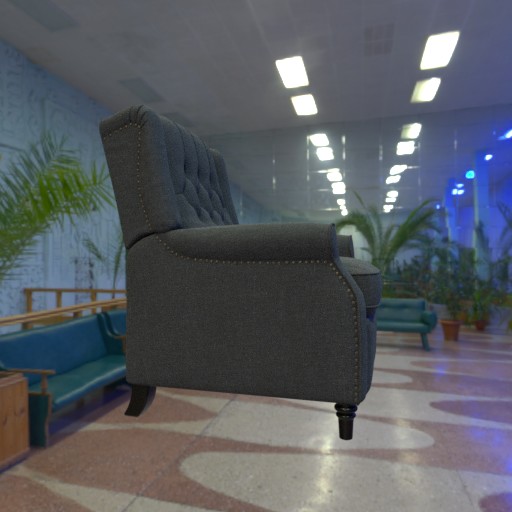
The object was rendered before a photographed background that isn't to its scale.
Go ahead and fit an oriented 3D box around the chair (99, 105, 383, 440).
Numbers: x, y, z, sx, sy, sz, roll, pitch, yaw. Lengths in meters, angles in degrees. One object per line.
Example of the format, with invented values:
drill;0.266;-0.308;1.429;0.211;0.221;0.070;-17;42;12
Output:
chair;0.000;0.000;1.641;0.898;1.035;0.742;0;-1;17
